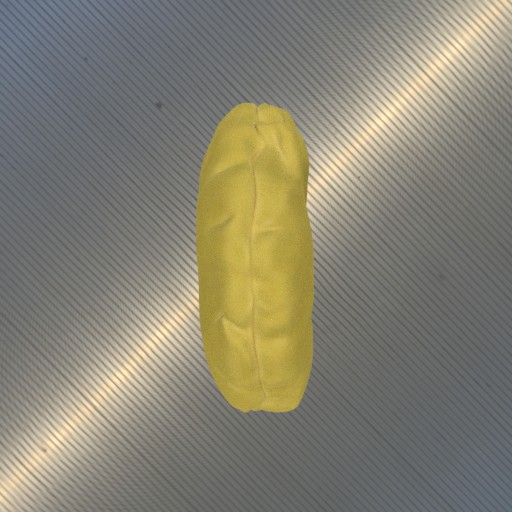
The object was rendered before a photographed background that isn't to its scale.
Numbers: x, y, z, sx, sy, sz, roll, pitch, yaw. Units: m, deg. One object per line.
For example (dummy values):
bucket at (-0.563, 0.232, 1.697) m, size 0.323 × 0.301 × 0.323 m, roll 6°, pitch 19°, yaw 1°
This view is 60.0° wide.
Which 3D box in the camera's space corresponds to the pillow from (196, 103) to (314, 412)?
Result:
pillow at (0.000, 0.000, 0.631) m, size 0.148 × 0.407 × 0.428 m, roll 0°, pitch 91°, yaw 0°
